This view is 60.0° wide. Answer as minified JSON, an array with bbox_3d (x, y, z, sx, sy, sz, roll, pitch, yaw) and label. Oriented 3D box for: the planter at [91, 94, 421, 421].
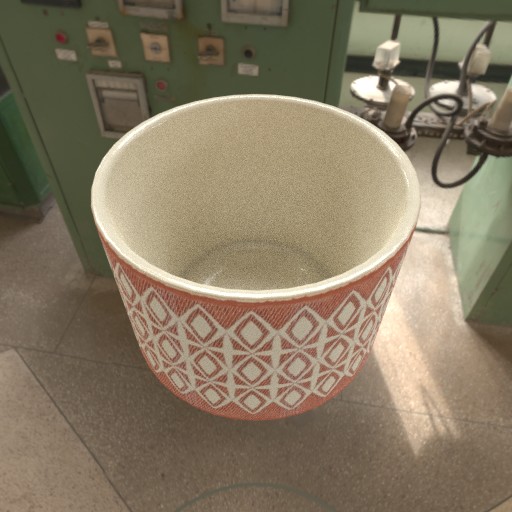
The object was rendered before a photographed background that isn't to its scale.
[{"bbox_3d":[0.000,0.000,0.318,0.192,0.148,0.192,0,47,0],"label":"planter"}]
